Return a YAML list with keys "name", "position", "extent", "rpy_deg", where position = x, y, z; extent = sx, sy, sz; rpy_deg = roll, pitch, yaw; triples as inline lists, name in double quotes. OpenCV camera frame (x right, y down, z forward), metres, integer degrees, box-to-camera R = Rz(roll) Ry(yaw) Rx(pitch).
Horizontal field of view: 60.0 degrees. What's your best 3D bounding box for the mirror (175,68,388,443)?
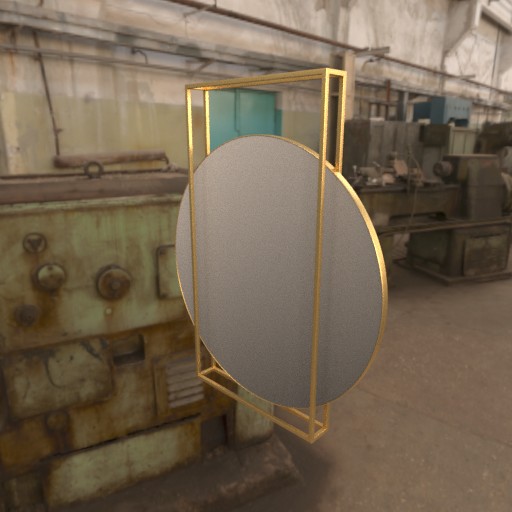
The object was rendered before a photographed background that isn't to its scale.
- name: "mirror"
  position: [0.000, 0.000, 0.808]
  extent: [0.508, 0.603, 0.051]
  rpy_deg: [14, 21, 42]
